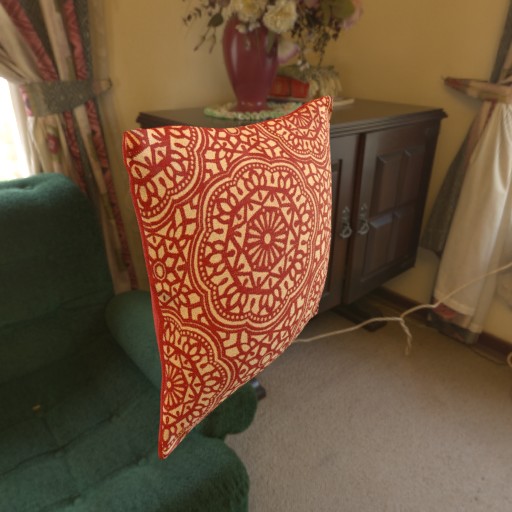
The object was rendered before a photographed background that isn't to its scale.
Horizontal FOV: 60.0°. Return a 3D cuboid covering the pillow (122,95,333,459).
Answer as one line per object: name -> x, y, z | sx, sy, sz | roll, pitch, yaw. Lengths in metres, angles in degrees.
pillow -> 0.000, 0.000, 0.654 | 0.162, 0.419, 0.438 | 16, 29, 31
